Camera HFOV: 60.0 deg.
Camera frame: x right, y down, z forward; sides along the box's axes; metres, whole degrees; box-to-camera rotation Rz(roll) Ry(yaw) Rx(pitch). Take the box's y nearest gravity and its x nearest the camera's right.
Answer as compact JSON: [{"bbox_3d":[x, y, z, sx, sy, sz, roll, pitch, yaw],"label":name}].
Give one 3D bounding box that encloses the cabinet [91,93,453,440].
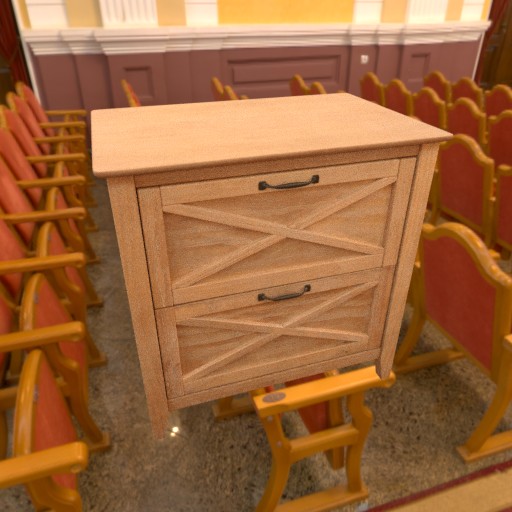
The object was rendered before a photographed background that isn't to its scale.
[{"bbox_3d":[0.000,0.000,1.272,0.763,0.762,0.503,-10,32,-15],"label":"cabinet"}]
